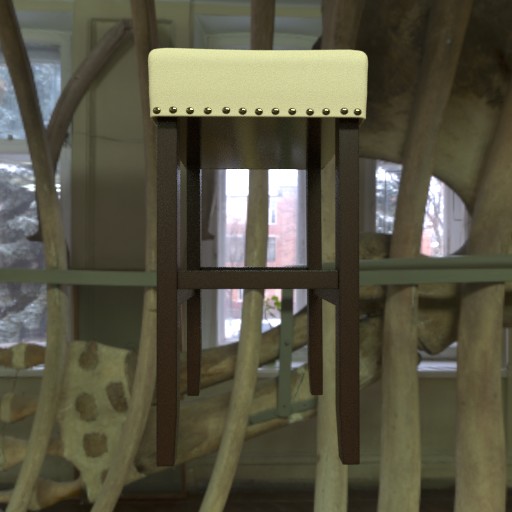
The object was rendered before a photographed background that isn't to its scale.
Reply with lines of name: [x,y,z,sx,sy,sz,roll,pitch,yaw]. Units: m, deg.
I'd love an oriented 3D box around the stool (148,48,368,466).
stool: [0.000,0.000,1.023,0.401,0.762,0.471,0,0,-1]
